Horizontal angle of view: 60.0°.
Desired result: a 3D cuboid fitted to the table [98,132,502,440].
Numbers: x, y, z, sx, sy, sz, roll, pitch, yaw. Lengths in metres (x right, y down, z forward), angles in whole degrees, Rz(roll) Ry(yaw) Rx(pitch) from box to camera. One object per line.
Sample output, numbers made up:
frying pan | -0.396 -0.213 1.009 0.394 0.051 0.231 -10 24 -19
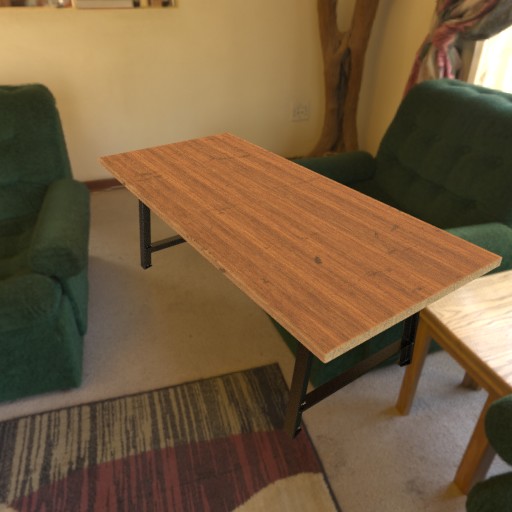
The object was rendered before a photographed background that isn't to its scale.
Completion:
table | 0.000 0.000 2.587 1.000 0.757 2.200 -20 37 -29
